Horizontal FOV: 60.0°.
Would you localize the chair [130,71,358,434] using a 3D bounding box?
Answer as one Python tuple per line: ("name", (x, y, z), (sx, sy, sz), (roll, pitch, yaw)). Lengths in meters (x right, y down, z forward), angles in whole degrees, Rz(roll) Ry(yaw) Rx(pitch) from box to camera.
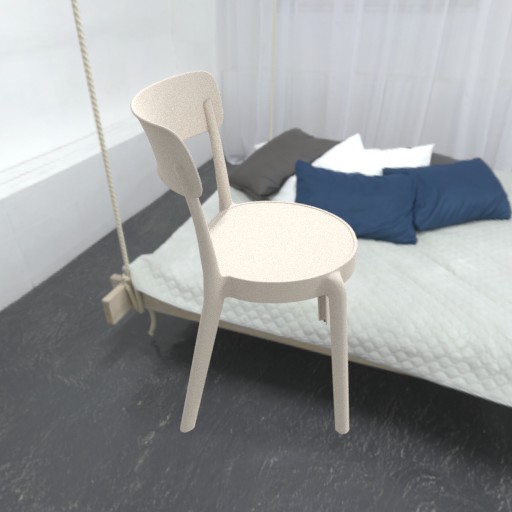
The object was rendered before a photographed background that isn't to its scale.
("chair", (0.000, 0.000, 1.114), (0.491, 0.790, 0.506), (1, 33, 1))
